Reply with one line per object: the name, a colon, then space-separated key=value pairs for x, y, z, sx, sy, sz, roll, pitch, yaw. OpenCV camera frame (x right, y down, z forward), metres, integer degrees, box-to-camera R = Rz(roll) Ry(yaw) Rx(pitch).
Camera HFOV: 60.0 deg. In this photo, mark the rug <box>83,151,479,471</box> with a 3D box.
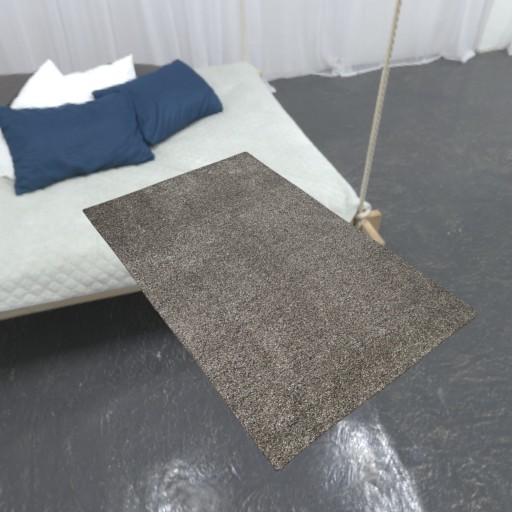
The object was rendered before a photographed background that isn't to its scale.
rug: x=0.000 y=0.000 z=2.943 sx=1.501 sy=0.025 sz=2.352 roll=-26 pitch=48 yaw=-26
